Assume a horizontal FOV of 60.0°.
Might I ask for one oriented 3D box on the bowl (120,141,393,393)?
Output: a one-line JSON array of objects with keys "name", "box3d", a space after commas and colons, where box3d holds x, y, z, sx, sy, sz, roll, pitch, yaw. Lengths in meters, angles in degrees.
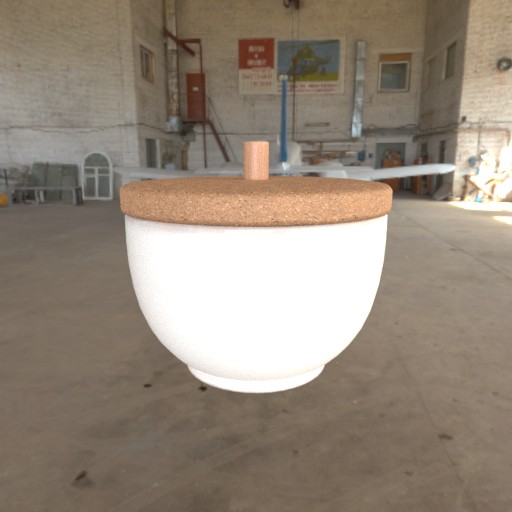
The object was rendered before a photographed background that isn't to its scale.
[{"name": "bowl", "box3d": [0.000, 0.000, 0.221, 0.126, 0.110, 0.126, 0, 12, 0]}]
